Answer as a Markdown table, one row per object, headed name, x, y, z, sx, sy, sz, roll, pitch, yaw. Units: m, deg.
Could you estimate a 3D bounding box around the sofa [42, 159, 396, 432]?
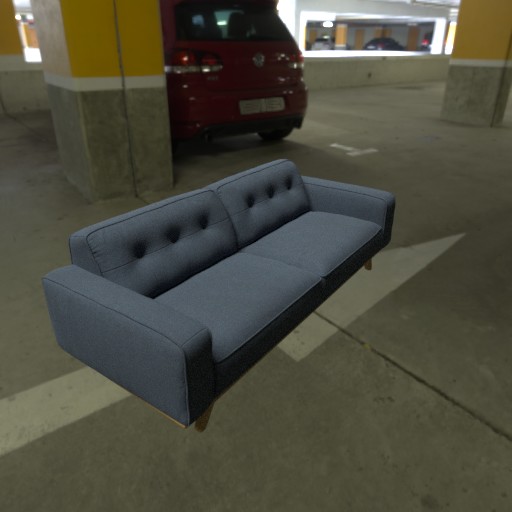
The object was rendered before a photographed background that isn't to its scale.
| name | x | y | z | sx | sy | sz | roll | pitch | yaw |
| --- | --- | --- | --- | --- | --- | --- | --- | --- | --- |
| sofa | 0.000 | 0.000 | 2.746 | 0.953 | 0.782 | 2.270 | 17 | 31 | 32 |
